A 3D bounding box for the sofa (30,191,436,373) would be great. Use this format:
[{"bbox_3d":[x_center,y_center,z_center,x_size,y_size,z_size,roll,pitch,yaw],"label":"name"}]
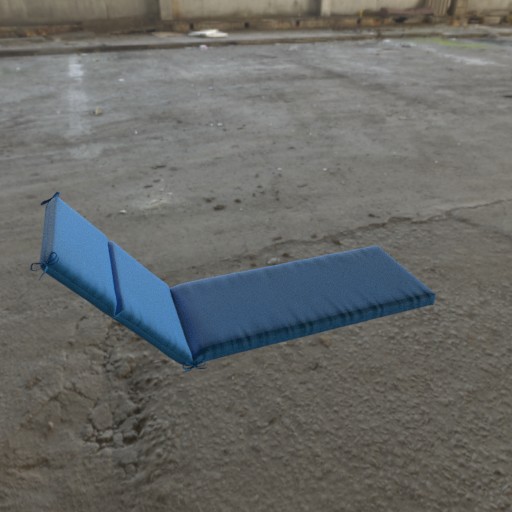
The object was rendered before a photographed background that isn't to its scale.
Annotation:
[{"bbox_3d":[0.000,0.000,1.955,1.663,0.622,0.582,-11,33,-17],"label":"sofa"}]
